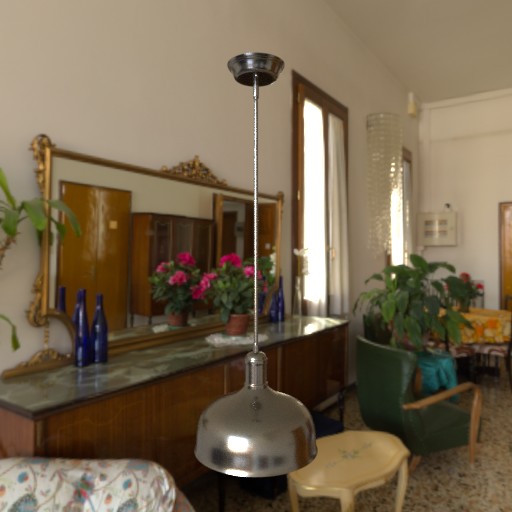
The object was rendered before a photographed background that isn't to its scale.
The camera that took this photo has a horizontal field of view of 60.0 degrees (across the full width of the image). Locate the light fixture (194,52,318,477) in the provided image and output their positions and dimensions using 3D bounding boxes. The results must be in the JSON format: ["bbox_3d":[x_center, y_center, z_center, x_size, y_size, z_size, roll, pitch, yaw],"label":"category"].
[{"bbox_3d":[0.000,0.000,1.087,0.299,0.935,0.299,0,0,-1],"label":"light fixture"}]
